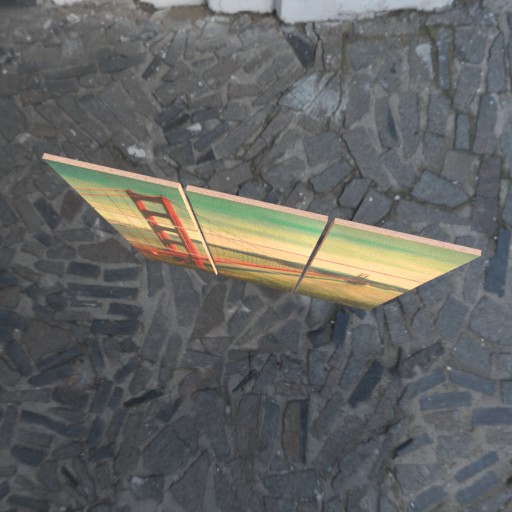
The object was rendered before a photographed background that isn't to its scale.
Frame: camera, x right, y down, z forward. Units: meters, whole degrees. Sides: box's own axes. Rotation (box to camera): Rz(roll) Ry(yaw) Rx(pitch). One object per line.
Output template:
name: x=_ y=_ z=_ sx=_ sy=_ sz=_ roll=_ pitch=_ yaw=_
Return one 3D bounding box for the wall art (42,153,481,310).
wall art: x=0.000 y=0.000 z=1.785 sx=1.217 sy=1.207 sz=0.016 roll=13 pitch=77 yaw=3
